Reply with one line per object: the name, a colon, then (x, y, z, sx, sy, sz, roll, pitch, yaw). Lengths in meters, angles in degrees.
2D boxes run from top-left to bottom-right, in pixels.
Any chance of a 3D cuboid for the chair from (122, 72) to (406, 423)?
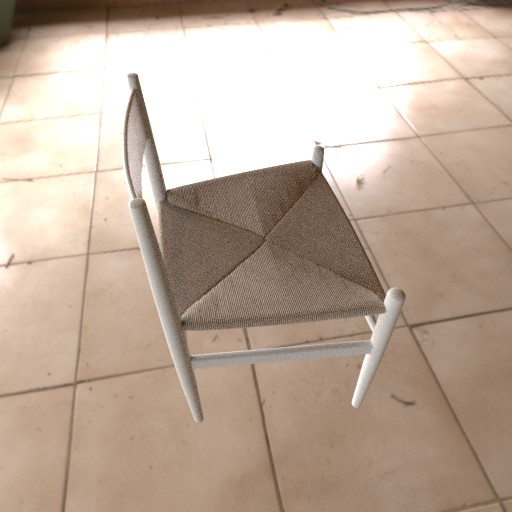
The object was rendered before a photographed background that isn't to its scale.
chair: (0.000, 0.000, 1.093, 0.495, 0.762, 0.556, -9, 47, -8)
